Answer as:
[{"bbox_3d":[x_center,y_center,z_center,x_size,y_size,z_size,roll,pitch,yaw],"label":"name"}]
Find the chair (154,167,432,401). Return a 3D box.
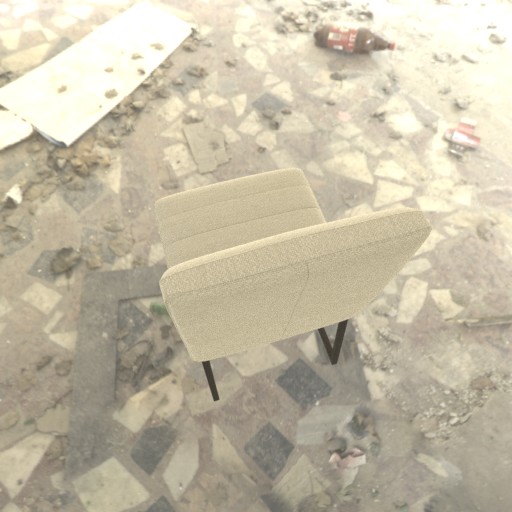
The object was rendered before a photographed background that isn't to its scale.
[{"bbox_3d":[0.000,0.000,1.311,0.520,0.930,0.634,-15,60,-9],"label":"chair"}]
